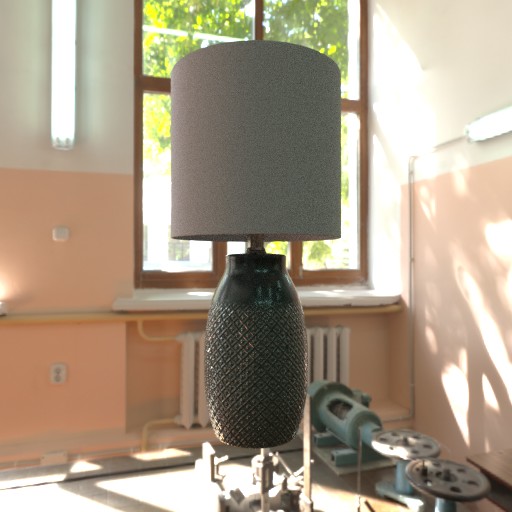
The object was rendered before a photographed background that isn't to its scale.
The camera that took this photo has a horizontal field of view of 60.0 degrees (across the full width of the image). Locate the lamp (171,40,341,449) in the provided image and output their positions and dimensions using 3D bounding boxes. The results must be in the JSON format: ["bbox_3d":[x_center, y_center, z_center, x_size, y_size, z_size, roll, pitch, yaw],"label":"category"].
[{"bbox_3d":[0.000,0.000,0.572,0.217,0.453,0.217,0,0,18],"label":"lamp"}]
